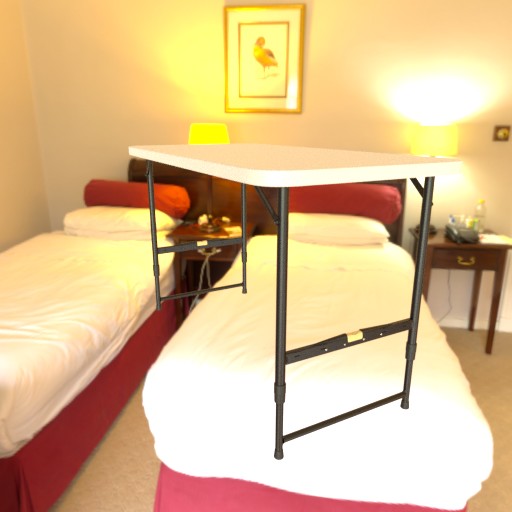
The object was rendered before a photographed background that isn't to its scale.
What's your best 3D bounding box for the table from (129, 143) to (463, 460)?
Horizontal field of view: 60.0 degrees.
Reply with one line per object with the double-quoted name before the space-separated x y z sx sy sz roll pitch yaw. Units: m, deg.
"table" 0.000 0.000 1.596 0.610 0.737 1.219 -9 19 -27
